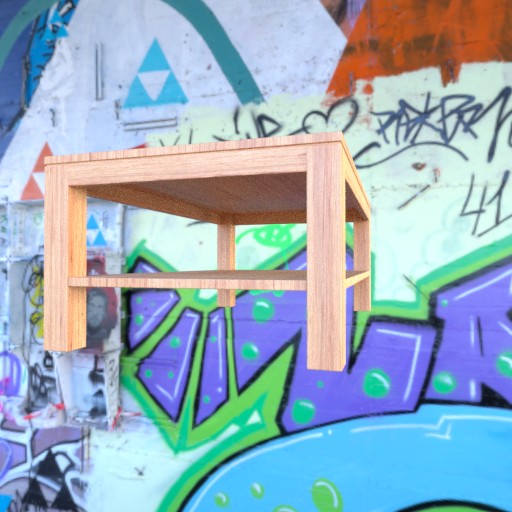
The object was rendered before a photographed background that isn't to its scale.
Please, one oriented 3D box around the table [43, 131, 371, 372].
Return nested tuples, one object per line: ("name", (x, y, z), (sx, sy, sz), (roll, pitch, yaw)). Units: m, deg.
("table", (0.000, 0.000, 1.489), (0.695, 0.457, 1.146), (0, -1, 17))
